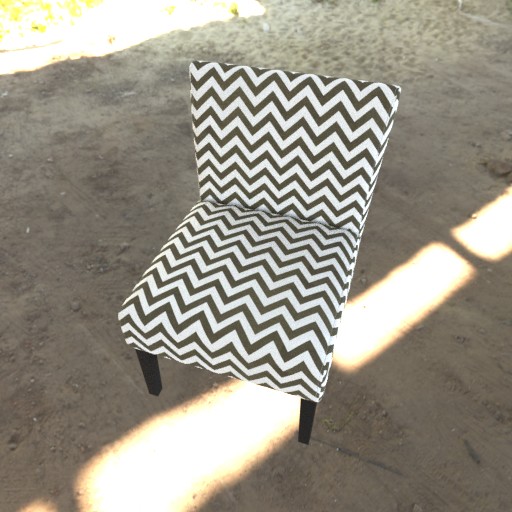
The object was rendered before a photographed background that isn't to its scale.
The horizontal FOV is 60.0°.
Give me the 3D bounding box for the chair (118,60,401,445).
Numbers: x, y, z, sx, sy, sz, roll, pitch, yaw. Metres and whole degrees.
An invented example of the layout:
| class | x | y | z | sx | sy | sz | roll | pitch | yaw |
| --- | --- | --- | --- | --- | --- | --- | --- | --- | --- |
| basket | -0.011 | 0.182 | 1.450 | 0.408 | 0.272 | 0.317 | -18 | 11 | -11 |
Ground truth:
| class | x | y | z | sx | sy | sz | roll | pitch | yaw |
| --- | --- | --- | --- | --- | --- | --- | --- | --- | --- |
| chair | 0.000 | 0.000 | 1.281 | 0.589 | 0.838 | 0.648 | 13 | 45 | 13 |
